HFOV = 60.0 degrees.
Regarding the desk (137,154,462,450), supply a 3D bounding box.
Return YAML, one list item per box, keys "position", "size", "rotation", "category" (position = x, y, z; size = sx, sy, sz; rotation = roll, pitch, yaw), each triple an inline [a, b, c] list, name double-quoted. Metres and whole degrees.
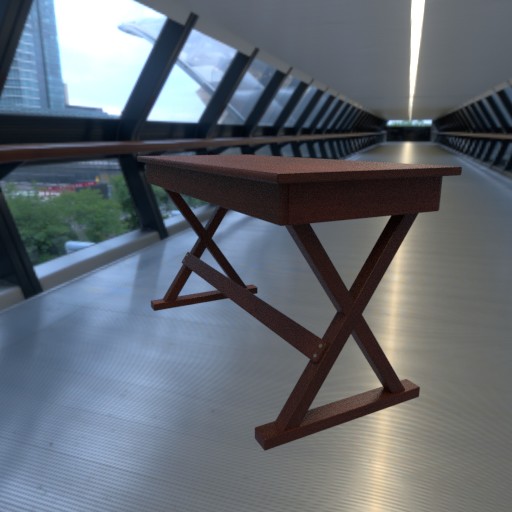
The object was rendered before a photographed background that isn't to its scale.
- position: [0.000, 0.000, 1.798]
  size: [0.600, 0.761, 1.372]
  rotation: [-7, 16, -26]
  category: "desk"
